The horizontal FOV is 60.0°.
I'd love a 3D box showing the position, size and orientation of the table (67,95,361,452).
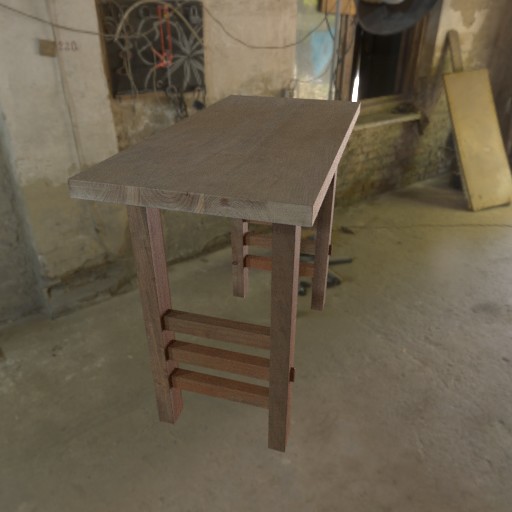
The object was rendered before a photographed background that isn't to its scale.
[{"bbox_3d":[0.000,0.000,1.615,0.556,0.914,1.119,8,30,14],"label":"table"}]
